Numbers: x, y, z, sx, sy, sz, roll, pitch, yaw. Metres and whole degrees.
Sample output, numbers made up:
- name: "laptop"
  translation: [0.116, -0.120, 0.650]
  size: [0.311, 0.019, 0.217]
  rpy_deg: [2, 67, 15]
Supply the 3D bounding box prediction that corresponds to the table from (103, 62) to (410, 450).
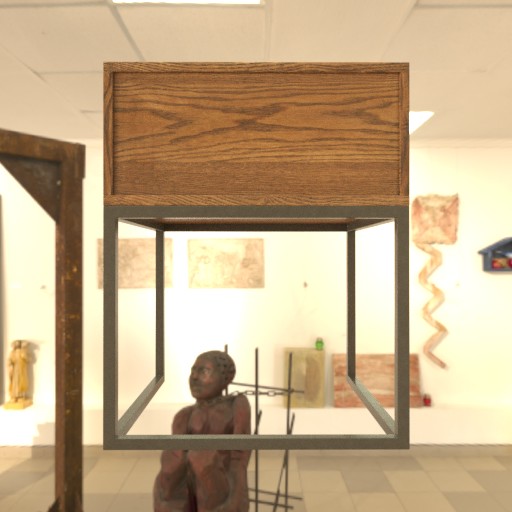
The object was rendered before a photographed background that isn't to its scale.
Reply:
- name: "table"
  translation: [0.000, 0.000, 0.896]
  size: [0.482, 0.610, 0.400]
  rpy_deg: [0, 0, 0]
